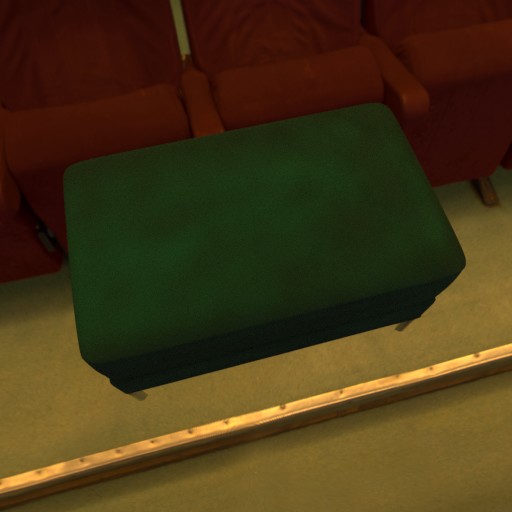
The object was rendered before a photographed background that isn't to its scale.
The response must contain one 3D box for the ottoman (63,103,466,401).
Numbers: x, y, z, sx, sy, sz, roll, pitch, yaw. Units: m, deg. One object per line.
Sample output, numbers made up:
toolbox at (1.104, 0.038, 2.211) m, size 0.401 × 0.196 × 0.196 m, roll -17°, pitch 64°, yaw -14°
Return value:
ottoman at (0.000, 0.000, 1.251) m, size 0.886 × 0.533 × 0.536 m, roll -13°, pitch 65°, yaw -6°
